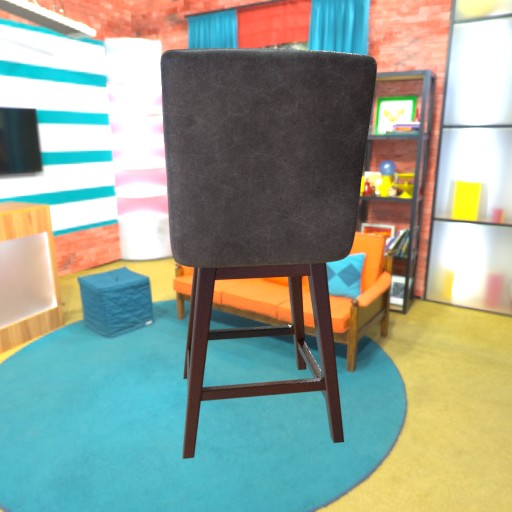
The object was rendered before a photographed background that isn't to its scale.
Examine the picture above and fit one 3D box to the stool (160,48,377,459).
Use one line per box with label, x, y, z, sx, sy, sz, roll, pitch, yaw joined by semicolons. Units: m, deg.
stool;0.000;0.000;1.326;0.492;1.046;0.587;-2;15;-8
